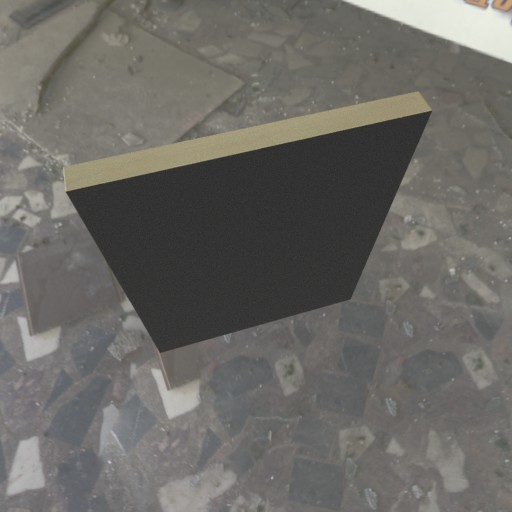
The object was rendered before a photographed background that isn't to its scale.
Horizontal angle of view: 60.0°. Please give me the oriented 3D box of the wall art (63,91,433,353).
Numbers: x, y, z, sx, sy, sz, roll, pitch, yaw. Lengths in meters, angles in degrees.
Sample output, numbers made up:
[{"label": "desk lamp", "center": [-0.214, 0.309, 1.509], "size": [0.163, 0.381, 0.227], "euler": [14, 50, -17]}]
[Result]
[{"label": "wall art", "center": [0.000, 0.000, 0.838], "size": [0.489, 0.608, 0.040], "euler": [-14, 61, -8]}]
